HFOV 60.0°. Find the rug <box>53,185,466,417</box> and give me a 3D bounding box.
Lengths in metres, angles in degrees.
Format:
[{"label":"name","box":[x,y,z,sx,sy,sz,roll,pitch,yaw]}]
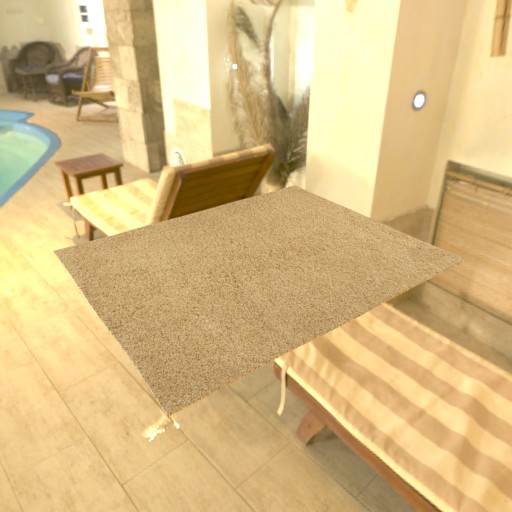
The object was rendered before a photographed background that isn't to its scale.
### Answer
[{"label":"rug","box":[0.000,0.000,4.122,3.000,0.025,2.400,-20,35,-31]}]
